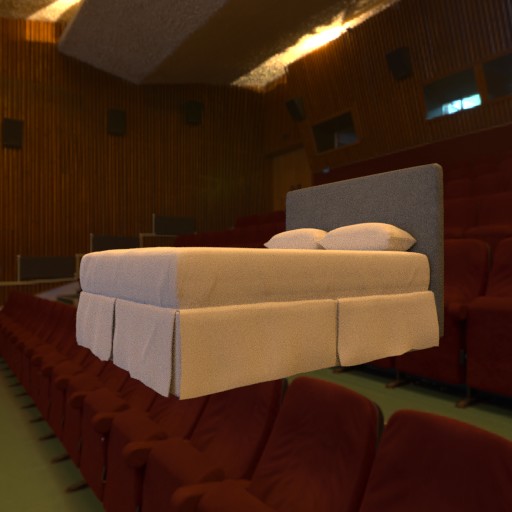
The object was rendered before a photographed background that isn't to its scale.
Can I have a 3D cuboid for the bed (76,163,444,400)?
[{"bbox_3d":[0.000,0.000,3.203,2.142,1.330,1.713,1,-1,-36],"label":"bed"}]
